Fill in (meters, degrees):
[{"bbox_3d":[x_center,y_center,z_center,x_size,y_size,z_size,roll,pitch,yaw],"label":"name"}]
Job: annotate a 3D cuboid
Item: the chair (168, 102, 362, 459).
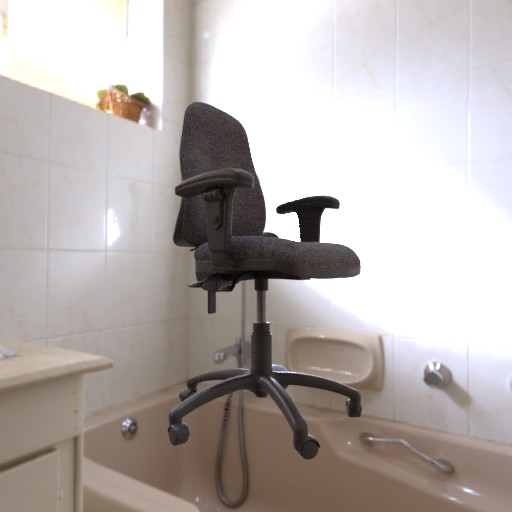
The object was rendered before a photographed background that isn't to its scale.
[{"bbox_3d":[0.000,0.000,1.249,0.530,0.910,0.550,-1,-2,35],"label":"chair"}]
